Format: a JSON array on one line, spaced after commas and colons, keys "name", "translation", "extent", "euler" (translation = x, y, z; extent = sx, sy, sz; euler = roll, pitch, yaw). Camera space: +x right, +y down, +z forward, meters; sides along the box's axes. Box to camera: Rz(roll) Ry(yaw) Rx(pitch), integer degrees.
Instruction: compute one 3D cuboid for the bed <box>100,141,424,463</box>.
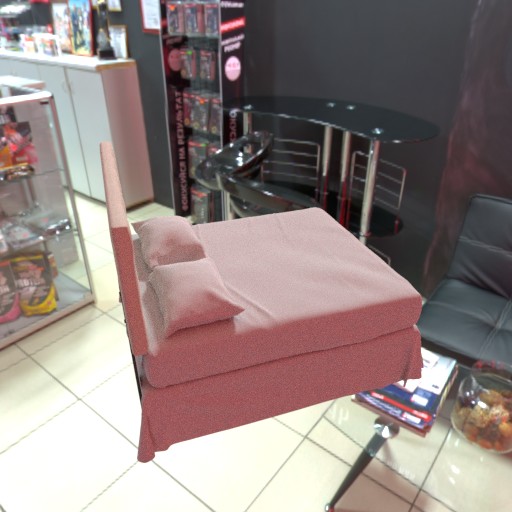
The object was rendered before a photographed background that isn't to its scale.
[{"name": "bed", "translation": [0.000, 0.000, 3.492], "extent": [2.222, 1.577, 1.936], "euler": [-10, 31, -16]}]
